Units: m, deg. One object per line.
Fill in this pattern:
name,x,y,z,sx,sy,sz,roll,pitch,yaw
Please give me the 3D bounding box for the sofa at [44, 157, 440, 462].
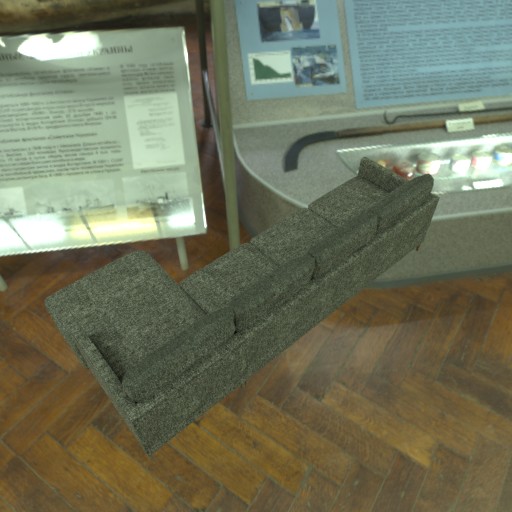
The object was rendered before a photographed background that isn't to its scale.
sofa,0.000,0.000,4.036,3.384,0.970,1.488,-32,54,-27
